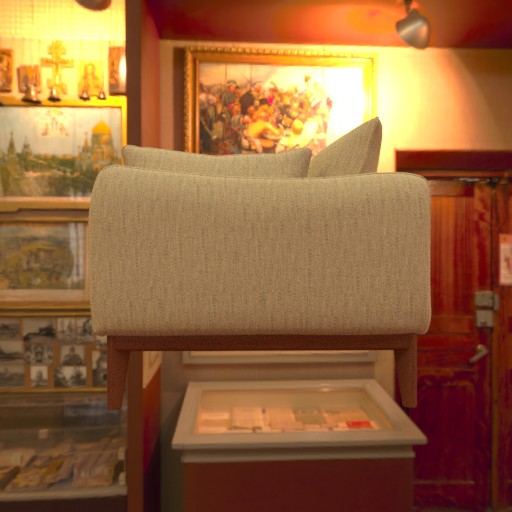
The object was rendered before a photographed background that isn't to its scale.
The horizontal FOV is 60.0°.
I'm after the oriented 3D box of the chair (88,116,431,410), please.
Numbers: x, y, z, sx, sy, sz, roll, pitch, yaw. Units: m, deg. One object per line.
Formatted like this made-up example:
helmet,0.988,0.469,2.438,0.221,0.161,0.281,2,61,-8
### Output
chair,0.000,0.000,1.697,0.991,0.855,0.994,0,0,-1
